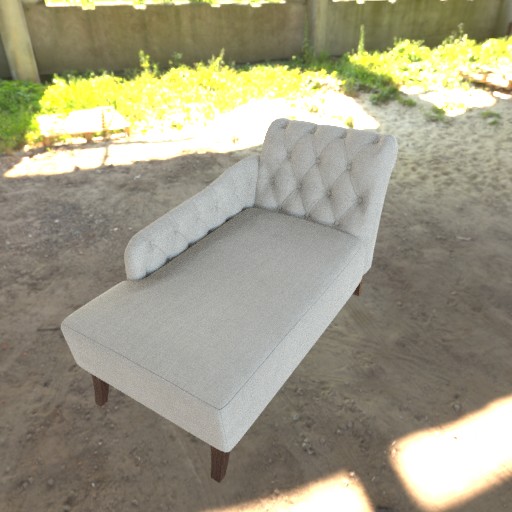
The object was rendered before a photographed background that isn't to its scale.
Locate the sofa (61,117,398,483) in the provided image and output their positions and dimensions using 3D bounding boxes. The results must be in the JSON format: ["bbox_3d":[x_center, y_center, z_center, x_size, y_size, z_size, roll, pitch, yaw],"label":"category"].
[{"bbox_3d":[0.000,0.000,1.784,0.675,0.787,1.379,18,36,28],"label":"sofa"}]
